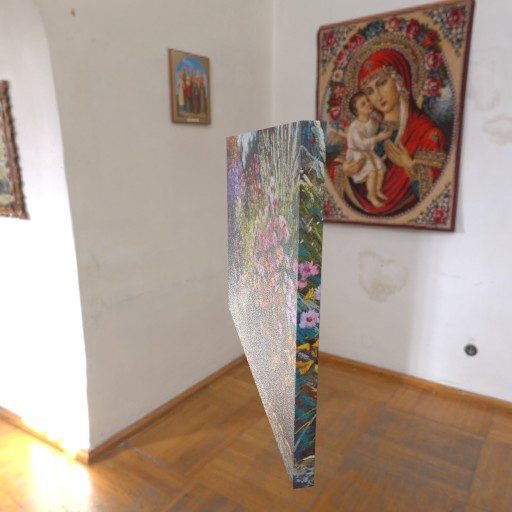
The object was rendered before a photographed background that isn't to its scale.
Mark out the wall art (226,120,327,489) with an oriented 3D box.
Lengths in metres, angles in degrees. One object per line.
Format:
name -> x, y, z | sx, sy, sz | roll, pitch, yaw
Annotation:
wall art -> 0.000, 0.000, 1.125 | 0.037, 0.604, 0.908 | -2, 14, -10
